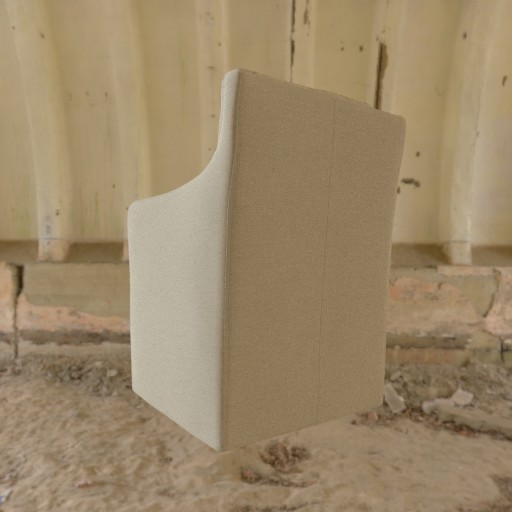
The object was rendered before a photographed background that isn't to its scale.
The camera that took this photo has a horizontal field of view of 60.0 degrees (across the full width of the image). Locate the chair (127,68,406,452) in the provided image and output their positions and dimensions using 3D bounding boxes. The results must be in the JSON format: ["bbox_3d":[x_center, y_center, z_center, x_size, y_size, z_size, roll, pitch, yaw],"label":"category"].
[{"bbox_3d":[0.000,0.000,1.389,0.626,0.914,0.694,0,0,-35],"label":"chair"}]
